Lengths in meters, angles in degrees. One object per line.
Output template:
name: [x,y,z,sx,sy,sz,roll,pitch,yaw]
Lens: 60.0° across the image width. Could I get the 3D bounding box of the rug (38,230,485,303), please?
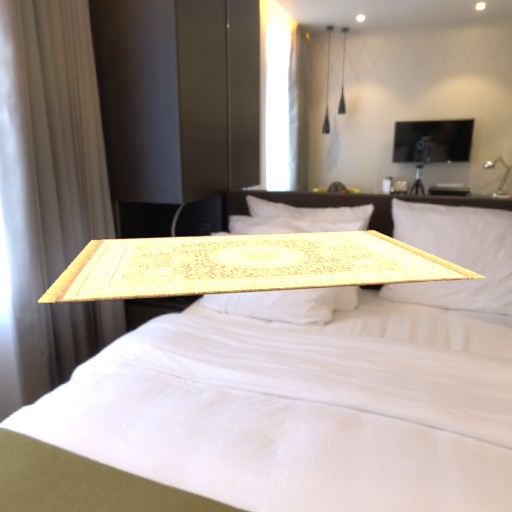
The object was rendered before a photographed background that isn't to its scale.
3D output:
rug: [0.000,0.000,4.331,3.422,0.015,2.143,-2,14,-10]
